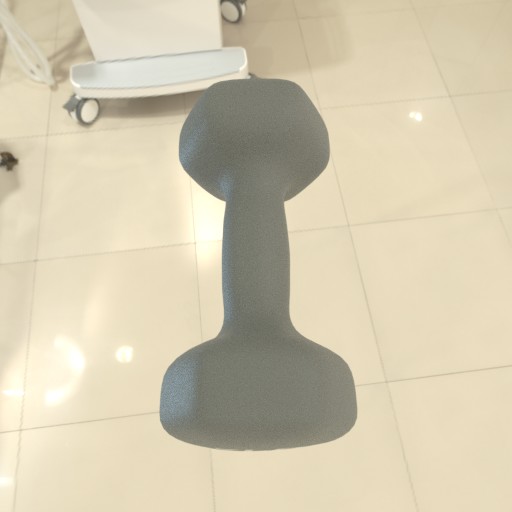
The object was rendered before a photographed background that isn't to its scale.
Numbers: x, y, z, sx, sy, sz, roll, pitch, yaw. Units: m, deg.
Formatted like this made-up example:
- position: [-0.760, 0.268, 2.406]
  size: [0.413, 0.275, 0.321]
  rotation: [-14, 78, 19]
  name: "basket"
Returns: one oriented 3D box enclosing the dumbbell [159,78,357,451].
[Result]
- position: [0.000, 0.000, 0.229]
  size: [0.090, 0.081, 0.184]
  rotation: [0, 65, 0]
  name: "dumbbell"
